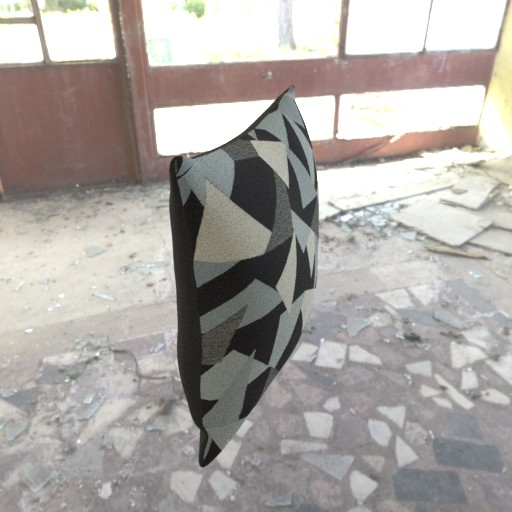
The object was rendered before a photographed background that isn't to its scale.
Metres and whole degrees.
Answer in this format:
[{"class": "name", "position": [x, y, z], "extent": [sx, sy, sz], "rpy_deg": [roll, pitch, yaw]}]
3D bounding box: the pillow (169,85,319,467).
[{"class": "pillow", "position": [0.000, 0.000, 0.769], "extent": [0.208, 0.496, 0.503], "rpy_deg": [10, 32, 16]}]
